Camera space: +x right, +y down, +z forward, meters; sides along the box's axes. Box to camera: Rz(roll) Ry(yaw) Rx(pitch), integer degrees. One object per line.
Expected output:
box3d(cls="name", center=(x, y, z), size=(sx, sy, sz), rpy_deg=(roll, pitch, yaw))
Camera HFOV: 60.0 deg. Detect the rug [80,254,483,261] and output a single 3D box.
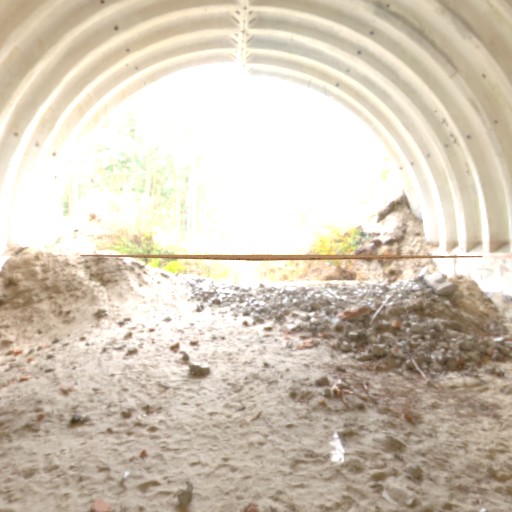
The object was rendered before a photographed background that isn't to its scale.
box3d(cls="rug", center=(0.000, 0.000, 4.327), size=(2.438, 0.012, 3.200), rpy_deg=(0, 1, -37))
